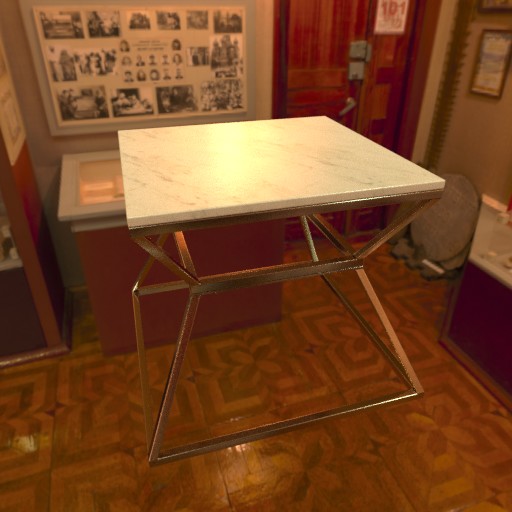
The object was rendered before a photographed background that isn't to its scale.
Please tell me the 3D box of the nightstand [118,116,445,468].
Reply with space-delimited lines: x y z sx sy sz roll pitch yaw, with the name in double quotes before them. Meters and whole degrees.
"nightstand" 0.000 0.000 0.888 0.513 0.426 0.514 -8 31 -14
